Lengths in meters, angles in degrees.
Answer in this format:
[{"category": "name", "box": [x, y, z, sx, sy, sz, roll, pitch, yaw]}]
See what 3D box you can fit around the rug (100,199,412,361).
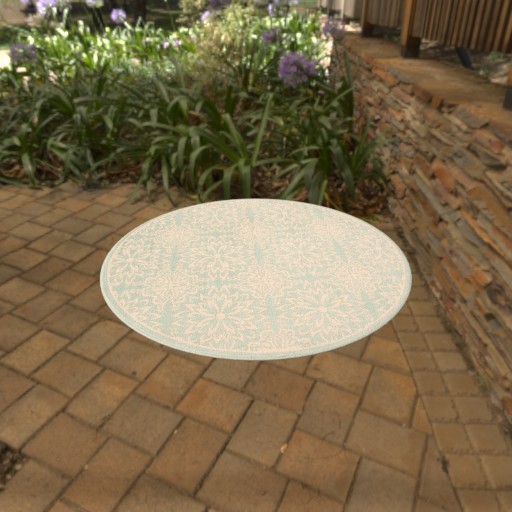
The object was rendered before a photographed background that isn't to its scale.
[{"category": "rug", "box": [0.000, 0.000, 2.366, 1.593, 0.012, 1.593, 0, 30, 0]}]
